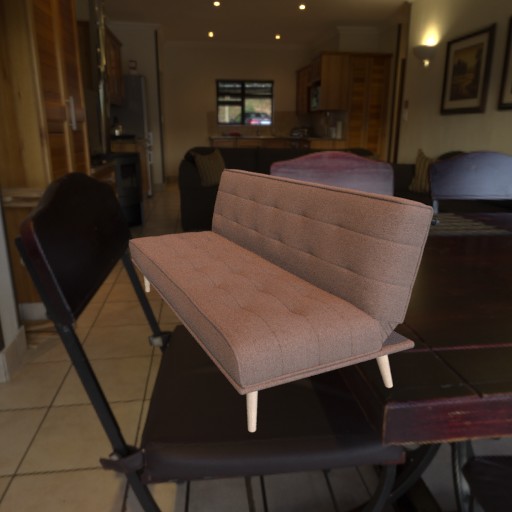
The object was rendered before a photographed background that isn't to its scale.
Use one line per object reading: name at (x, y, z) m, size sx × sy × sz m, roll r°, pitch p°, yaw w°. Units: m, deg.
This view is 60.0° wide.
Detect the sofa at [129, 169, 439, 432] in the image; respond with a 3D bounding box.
sofa at (0.000, 0.000, 2.418) m, size 1.038 × 0.810 × 1.820 m, roll -7°, pitch 17°, yaw -25°
